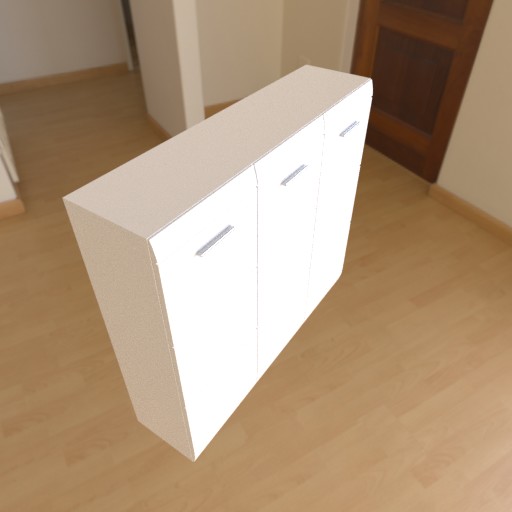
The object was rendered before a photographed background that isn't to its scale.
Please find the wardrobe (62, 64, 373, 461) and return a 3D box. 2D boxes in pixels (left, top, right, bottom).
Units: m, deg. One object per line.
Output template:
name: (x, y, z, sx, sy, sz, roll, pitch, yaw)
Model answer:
wardrobe: (0.000, 0.000, 1.940, 0.360, 1.200, 1.340, 24, 46, 25)
